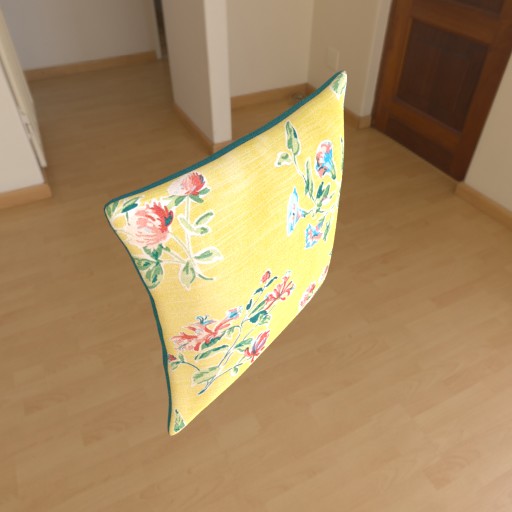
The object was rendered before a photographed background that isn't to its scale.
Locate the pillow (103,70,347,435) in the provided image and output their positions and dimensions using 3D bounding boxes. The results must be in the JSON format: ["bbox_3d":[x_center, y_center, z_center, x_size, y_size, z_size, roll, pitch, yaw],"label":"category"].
[{"bbox_3d":[0.000,0.000,0.797,0.166,0.508,0.525,27,49,27],"label":"pillow"}]
